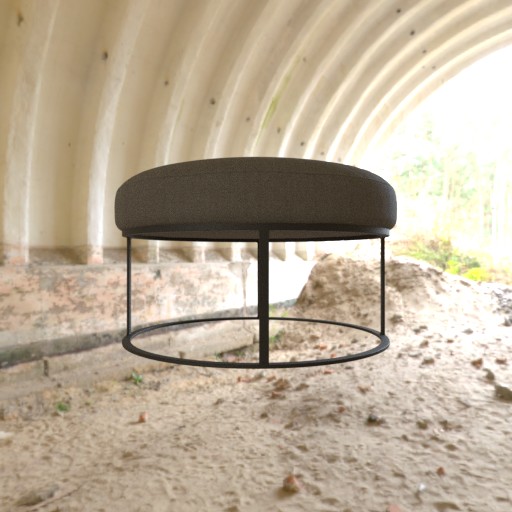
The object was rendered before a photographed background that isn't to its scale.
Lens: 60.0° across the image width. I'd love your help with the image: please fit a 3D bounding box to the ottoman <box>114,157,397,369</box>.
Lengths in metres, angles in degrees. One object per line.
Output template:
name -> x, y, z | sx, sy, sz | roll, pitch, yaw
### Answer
ottoman -> 0.000, 0.000, 1.262 | 0.772, 0.460, 0.772 | 0, 0, 0
